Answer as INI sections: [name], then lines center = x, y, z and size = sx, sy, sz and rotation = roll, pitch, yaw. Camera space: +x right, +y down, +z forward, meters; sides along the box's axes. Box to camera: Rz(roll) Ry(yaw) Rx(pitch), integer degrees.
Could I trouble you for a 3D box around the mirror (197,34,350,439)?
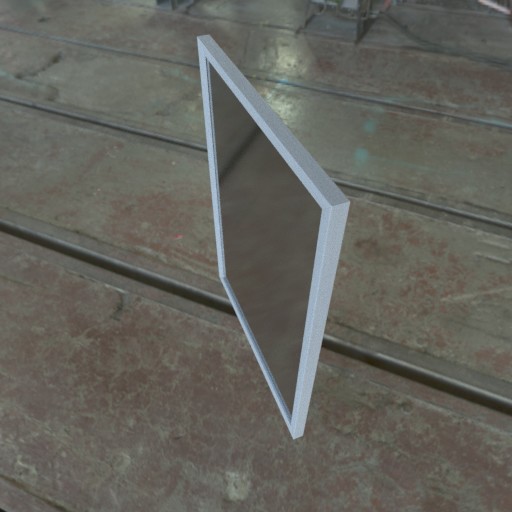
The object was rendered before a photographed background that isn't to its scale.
[mirror]
center = 0.000, 0.000, 1.346
size = 0.040, 1.016, 0.762
rotation = -17, 49, -15
